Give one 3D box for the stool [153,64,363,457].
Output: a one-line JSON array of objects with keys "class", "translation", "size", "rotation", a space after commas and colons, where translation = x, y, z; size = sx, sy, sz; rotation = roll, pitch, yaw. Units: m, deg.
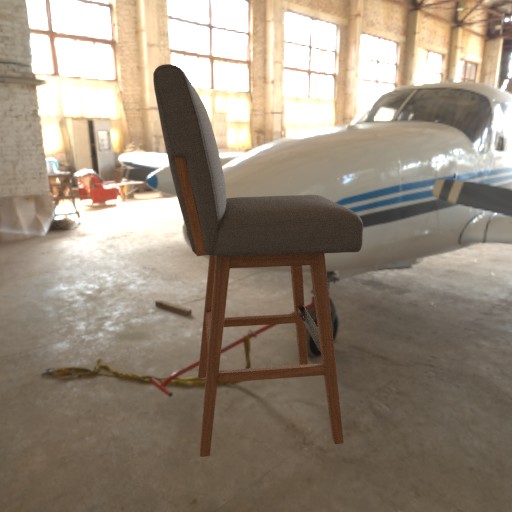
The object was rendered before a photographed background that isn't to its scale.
[{"class": "stool", "translation": [0.000, 0.000, 1.445], "size": [0.570, 1.112, 0.483], "rotation": [-2, 15, -8]}]
